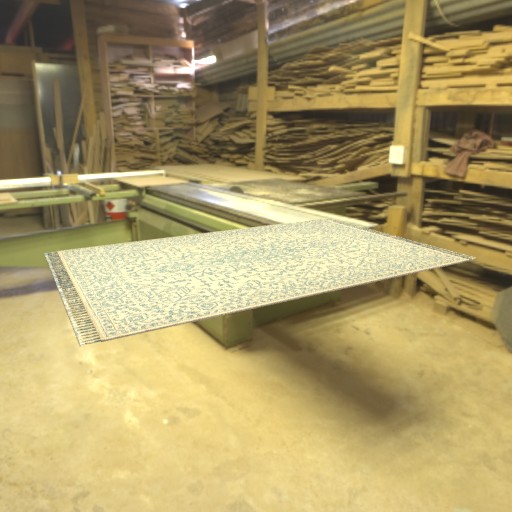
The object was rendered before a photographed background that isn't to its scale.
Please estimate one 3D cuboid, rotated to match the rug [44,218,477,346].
[{"bbox_3d":[0.000,0.000,2.939,2.438,0.010,1.524,-9,18,-28],"label":"rug"}]
